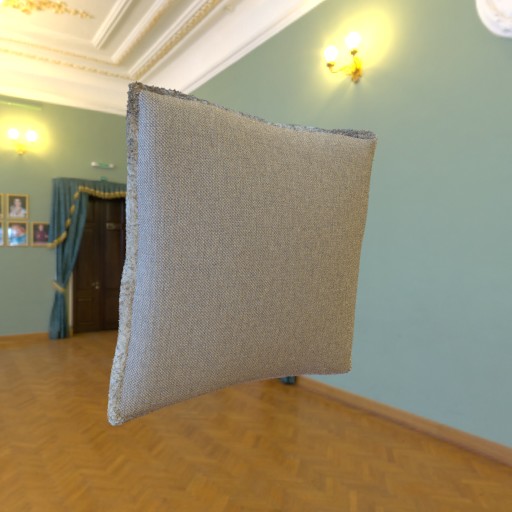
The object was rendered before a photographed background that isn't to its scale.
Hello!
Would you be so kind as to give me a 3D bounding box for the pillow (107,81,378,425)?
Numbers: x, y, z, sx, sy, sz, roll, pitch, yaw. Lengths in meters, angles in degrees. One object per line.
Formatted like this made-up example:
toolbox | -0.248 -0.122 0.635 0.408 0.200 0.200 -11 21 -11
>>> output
pillow | 0.000 0.000 0.808 0.529 0.515 0.218 0 0 -36
